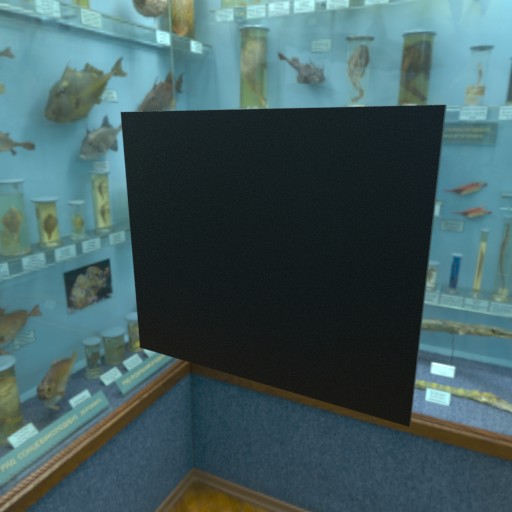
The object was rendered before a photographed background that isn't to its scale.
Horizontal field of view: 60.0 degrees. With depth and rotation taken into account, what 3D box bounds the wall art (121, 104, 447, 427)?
[{"bbox_3d":[0.000,0.000,0.526,0.383,0.332,0.012,9,18,27],"label":"wall art"}]
